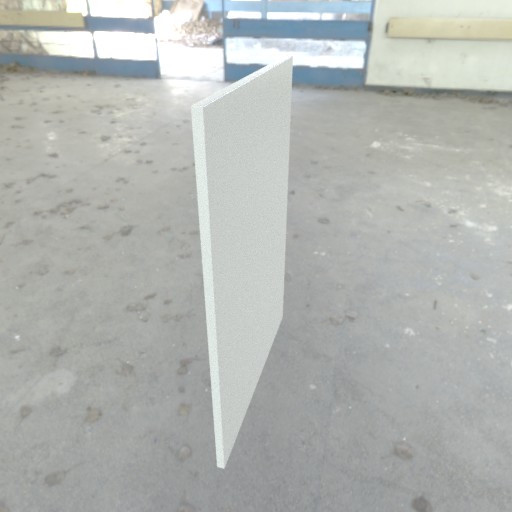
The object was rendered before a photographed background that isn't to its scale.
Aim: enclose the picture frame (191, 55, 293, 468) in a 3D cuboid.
[{"bbox_3d":[0.000,0.000,0.693,0.012,0.534,0.381,9,32,14],"label":"picture frame"}]
